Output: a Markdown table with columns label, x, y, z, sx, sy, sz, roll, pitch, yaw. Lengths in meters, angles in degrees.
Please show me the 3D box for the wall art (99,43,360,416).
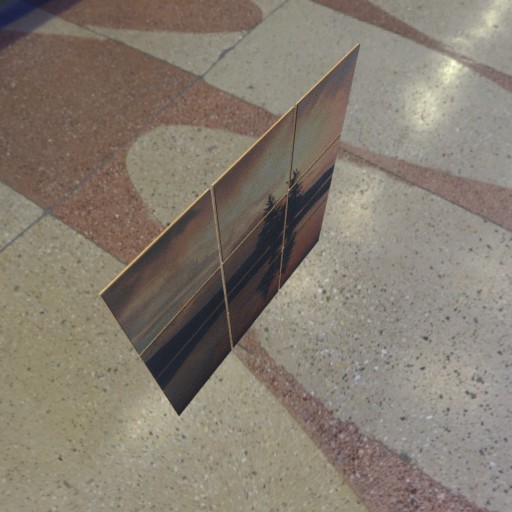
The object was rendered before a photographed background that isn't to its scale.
| label | x | y | z | sx | sy | sz | roll | pitch | yaw |
| --- | --- | --- | --- | --- | --- | --- | --- | --- | --- |
| wall art | 0.000 | 0.000 | 2.249 | 0.013 | 1.525 | 1.520 | 32 | 63 | 18 |
